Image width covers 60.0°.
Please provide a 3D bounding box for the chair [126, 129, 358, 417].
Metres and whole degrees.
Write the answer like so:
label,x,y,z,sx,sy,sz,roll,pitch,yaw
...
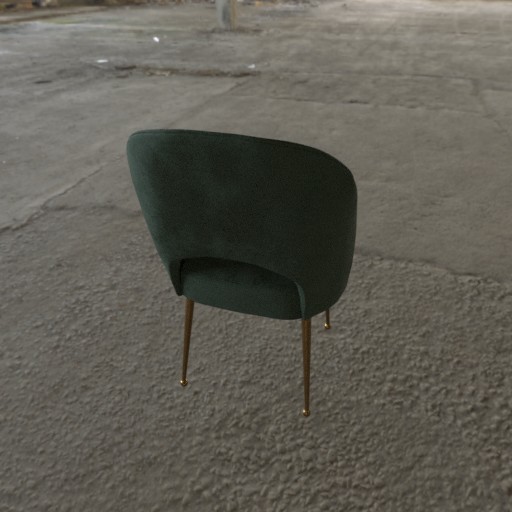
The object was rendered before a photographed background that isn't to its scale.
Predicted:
label,x,y,z,sx,sy,sz,roll,pitch,yaw
chair,0.000,0.000,1.234,0.527,0.860,0.577,9,34,14
